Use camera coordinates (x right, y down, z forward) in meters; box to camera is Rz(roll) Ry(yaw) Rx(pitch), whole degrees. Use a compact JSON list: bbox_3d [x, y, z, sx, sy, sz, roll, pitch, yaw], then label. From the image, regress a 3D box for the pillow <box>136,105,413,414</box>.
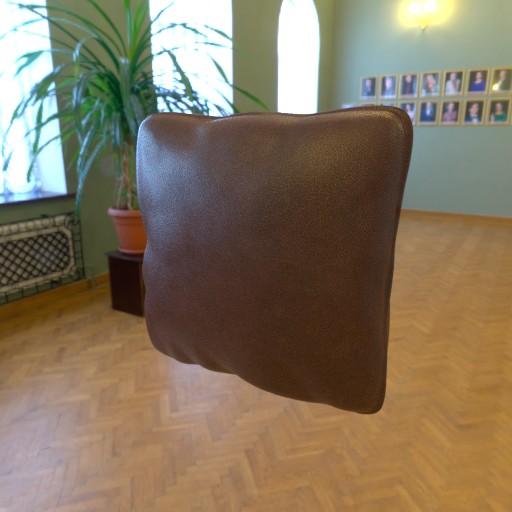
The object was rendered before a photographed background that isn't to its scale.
[{"bbox_3d":[0.000,0.000,0.831,0.532,0.523,0.236,9,18,29],"label":"pillow"}]
